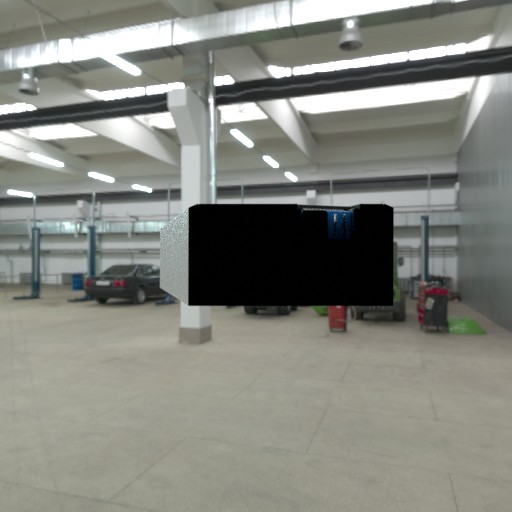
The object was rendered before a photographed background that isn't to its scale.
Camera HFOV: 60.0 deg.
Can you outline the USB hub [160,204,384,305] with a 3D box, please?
[{"bbox_3d":[0.000,0.000,0.125,0.044,0.023,0.110,0,-1,-17],"label":"USB hub"}]
